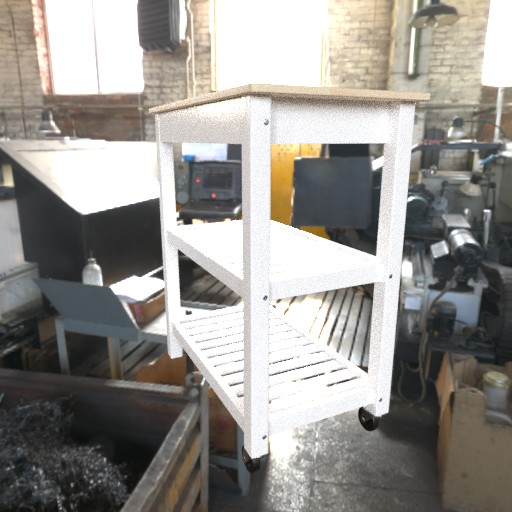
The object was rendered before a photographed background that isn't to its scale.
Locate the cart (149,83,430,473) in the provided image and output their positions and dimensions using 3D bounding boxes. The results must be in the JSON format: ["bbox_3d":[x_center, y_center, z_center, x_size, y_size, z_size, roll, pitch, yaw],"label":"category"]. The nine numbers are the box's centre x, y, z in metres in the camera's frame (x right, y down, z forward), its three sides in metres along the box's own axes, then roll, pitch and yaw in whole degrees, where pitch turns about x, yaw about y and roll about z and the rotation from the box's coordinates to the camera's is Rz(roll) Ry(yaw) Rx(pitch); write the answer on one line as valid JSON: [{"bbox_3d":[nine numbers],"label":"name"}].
[{"bbox_3d":[0.000,0.000,1.421,0.457,0.927,0.899,-7,16,-25],"label":"cart"}]
